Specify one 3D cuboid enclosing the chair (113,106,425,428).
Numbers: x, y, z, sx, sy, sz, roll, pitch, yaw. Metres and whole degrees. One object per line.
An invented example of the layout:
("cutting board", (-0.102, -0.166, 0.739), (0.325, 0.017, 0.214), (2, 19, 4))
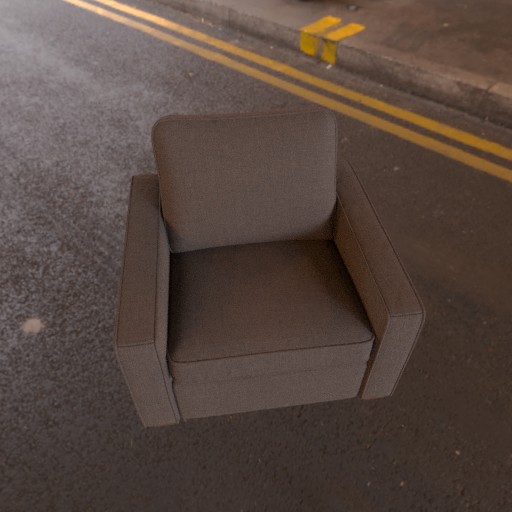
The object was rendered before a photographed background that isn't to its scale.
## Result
("chair", (0.000, 0.000, 1.760), (1.017, 0.919, 0.940), (-5, 45, -5))
